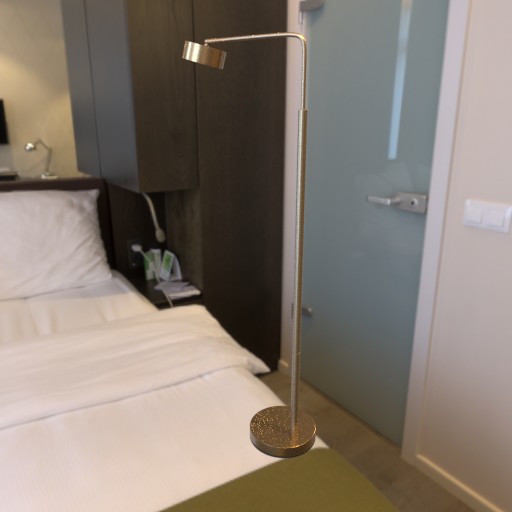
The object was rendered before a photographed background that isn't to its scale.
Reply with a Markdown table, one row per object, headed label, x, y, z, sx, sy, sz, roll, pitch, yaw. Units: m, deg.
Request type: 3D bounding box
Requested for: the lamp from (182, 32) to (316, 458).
| label | x | y | z | sx | sy | sz | roll | pitch | yaw |
| --- | --- | --- | --- | --- | --- | --- | --- | --- | --- |
| lamp | 0.000 | 0.000 | 1.364 | 0.418 | 1.230 | 0.219 | 8 | 18 | 25 |
